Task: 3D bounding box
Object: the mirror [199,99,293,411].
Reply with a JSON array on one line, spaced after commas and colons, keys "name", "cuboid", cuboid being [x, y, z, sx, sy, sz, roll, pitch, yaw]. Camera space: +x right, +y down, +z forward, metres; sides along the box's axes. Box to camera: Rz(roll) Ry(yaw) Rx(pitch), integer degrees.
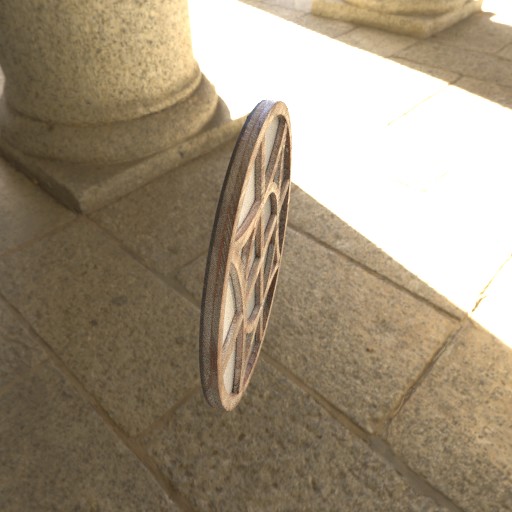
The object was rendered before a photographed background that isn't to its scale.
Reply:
[{"name": "mirror", "cuboid": [0.000, 0.000, 1.064, 0.038, 0.710, 0.710, 10, 45, 10]}]
